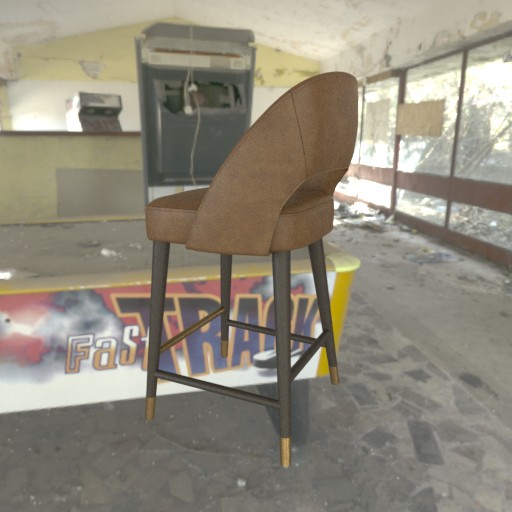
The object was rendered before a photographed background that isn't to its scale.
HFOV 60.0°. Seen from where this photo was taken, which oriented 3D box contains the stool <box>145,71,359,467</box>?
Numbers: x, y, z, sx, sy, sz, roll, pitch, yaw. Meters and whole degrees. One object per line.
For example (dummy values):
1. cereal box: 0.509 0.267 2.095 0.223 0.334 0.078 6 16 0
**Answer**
1. stool: 0.000 0.000 1.262 0.509 0.940 0.494 7 16 26
